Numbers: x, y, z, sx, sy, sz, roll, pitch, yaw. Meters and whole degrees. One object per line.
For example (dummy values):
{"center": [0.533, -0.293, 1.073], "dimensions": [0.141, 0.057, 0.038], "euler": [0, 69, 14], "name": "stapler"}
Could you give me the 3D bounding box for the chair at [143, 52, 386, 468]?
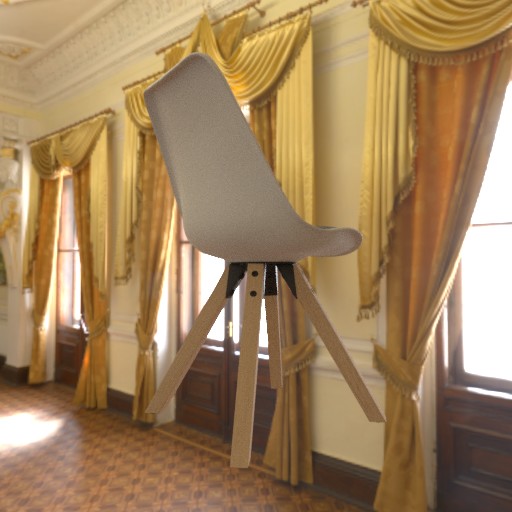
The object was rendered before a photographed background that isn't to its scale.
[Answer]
{"center": [0.000, 0.000, 1.170], "dimensions": [0.550, 0.850, 0.485], "euler": [1, -2, -37], "name": "chair"}
